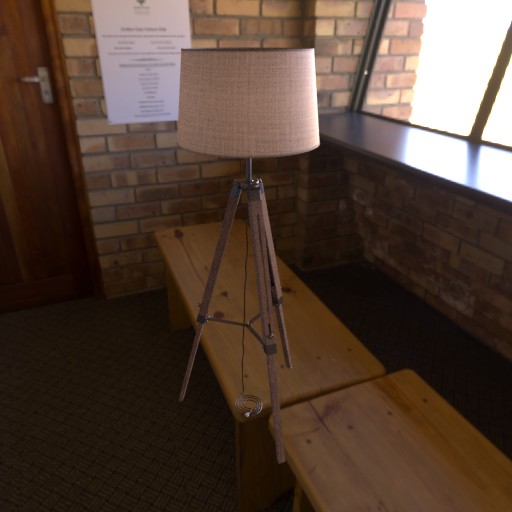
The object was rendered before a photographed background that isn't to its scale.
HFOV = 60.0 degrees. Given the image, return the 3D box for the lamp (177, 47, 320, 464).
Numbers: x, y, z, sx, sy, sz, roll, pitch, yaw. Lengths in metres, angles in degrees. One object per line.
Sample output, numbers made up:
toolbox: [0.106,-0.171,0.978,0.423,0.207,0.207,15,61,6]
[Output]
lamp: [0.000,0.000,1.779,0.604,1.510,0.587,18,31,32]
